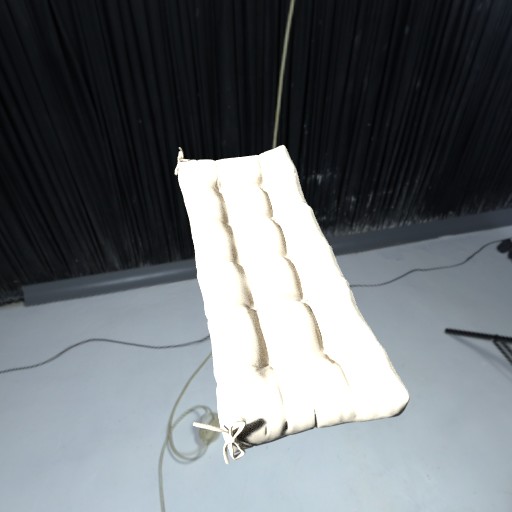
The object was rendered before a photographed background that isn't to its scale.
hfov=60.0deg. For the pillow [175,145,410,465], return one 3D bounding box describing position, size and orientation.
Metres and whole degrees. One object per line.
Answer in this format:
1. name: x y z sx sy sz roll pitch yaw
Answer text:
1. pillow: 0.000 0.000 1.397 0.511 0.174 1.194 -9 46 -9
